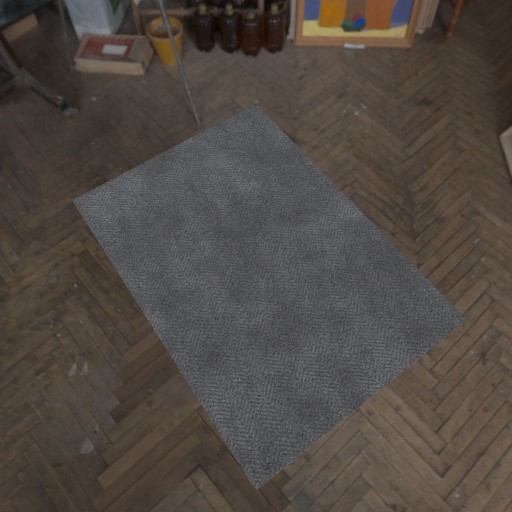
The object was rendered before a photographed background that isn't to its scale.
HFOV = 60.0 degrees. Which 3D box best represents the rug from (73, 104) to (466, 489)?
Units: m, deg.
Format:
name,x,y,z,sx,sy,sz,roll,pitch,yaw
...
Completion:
name,x,y,z,sx,sy,sz,roll,pitch,yaw
rug,0.000,0.000,2.939,1.600,0.008,2.235,-32,67,-15
